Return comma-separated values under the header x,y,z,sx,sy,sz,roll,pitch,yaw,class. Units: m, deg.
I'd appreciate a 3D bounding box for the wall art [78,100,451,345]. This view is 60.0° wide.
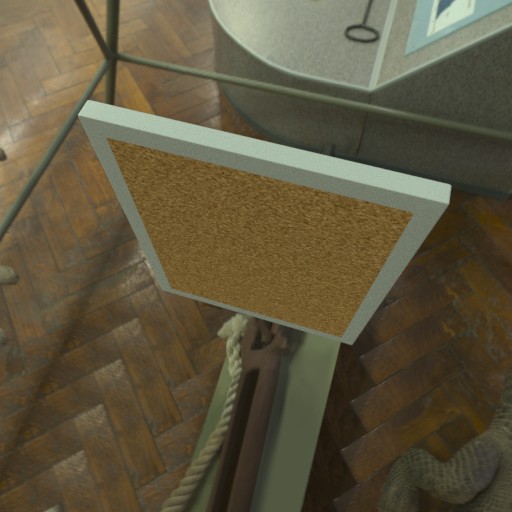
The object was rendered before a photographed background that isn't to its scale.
x,y,z,sx,sy,sz,roll,pitch,yaw,class
0.000,0.000,0.770,0.454,0.556,0.028,15,64,8,wall art
